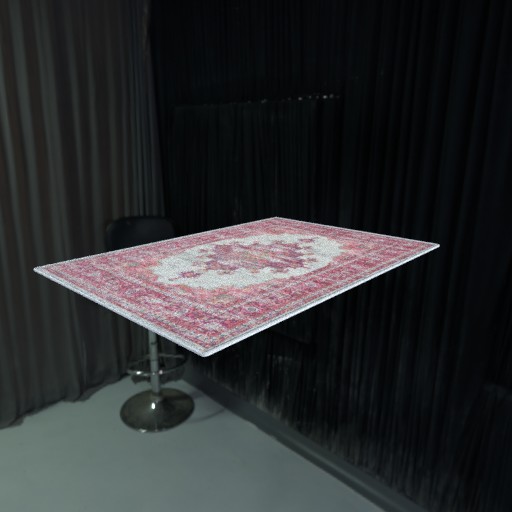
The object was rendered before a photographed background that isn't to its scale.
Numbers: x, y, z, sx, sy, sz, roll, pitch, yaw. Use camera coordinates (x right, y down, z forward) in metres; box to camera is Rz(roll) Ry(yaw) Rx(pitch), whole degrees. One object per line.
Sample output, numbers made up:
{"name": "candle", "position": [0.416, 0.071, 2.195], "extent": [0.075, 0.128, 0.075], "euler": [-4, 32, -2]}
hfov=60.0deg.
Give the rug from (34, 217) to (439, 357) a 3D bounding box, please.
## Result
{"name": "rug", "position": [0.000, 0.000, 2.285], "extent": [1.217, 0.011, 1.747], "euler": [14, 21, 41]}
